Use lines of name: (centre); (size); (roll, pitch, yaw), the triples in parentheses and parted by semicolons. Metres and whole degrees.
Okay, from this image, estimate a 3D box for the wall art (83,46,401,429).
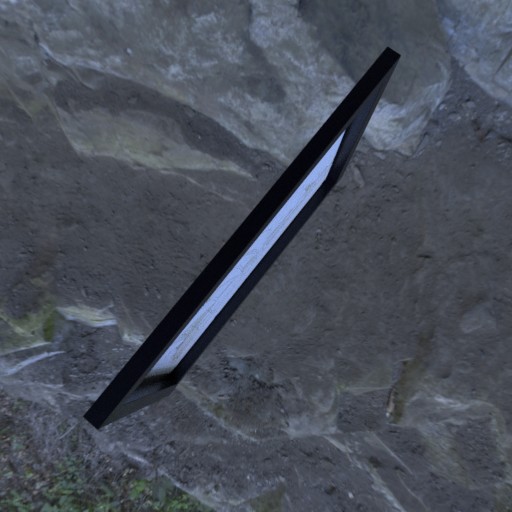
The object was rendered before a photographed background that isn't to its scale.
wall art: (0.000, 0.000, 0.818); (0.027, 0.458, 0.657); (37, 80, 8)
